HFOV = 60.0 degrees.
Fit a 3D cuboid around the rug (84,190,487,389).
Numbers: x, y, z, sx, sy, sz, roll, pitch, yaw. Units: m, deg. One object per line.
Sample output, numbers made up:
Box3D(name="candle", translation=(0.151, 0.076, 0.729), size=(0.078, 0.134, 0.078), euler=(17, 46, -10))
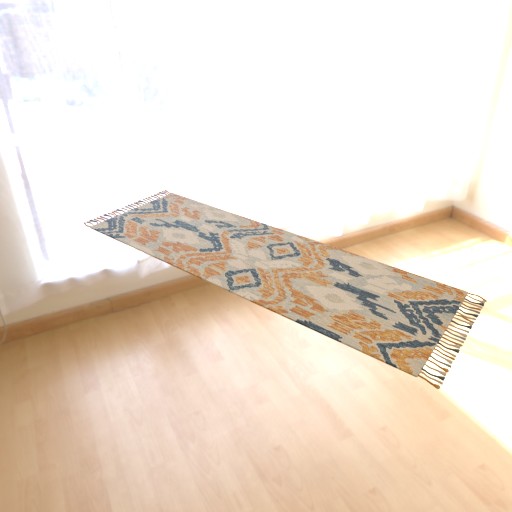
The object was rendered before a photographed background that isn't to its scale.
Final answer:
Box3D(name="rug", translation=(0.000, 0.000, 2.666), size=(2.437, 0.010, 0.783), euler=(21, 36, 32))
